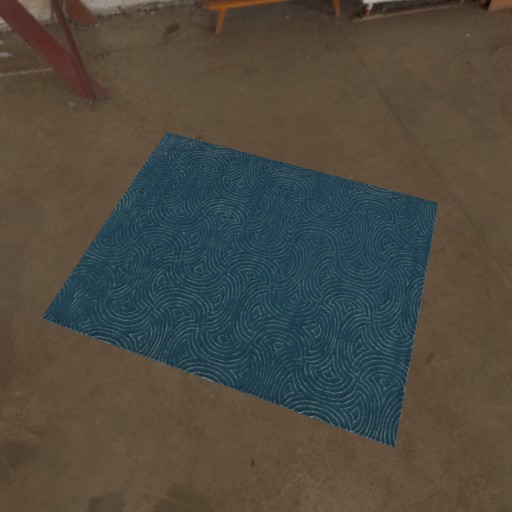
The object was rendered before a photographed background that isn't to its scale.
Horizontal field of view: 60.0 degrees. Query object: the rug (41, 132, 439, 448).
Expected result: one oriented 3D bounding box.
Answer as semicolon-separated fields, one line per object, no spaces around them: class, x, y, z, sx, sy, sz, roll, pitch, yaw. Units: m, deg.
rug;0.000;0.000;4.125;3.033;0.012;2.432;17;59;10
